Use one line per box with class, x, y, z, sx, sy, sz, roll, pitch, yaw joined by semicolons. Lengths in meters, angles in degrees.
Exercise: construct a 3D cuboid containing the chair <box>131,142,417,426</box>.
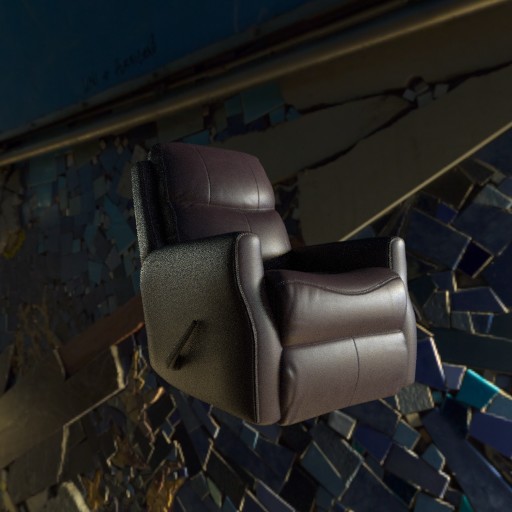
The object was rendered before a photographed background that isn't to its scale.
chair;0.000;0.000;1.793;0.829;1.030;1.080;0;0;-35
